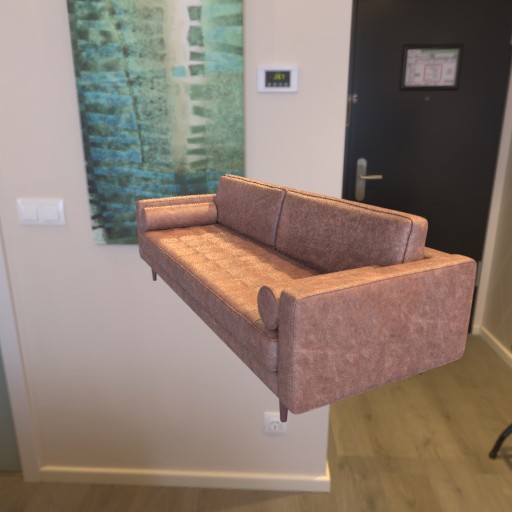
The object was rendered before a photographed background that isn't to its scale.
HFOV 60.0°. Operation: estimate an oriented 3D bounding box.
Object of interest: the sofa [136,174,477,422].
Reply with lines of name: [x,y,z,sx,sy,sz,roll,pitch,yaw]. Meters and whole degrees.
sofa: [0.000,0.000,2.587,0.914,0.762,2.210,-8,18,-27]
